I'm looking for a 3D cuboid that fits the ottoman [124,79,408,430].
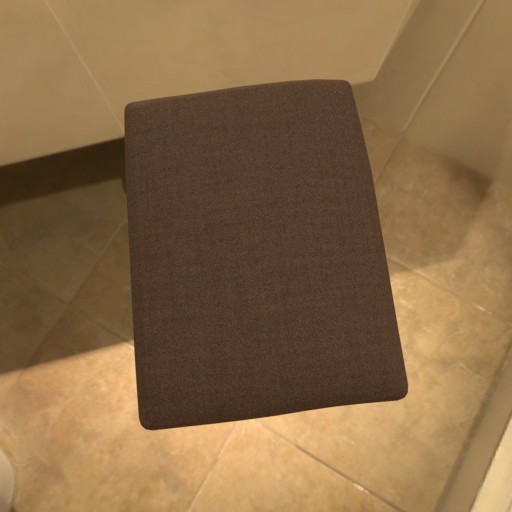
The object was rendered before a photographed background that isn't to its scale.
[{"bbox_3d":[0.000,0.000,1.221,0.599,0.555,0.809,-6,76,-2],"label":"ottoman"}]
